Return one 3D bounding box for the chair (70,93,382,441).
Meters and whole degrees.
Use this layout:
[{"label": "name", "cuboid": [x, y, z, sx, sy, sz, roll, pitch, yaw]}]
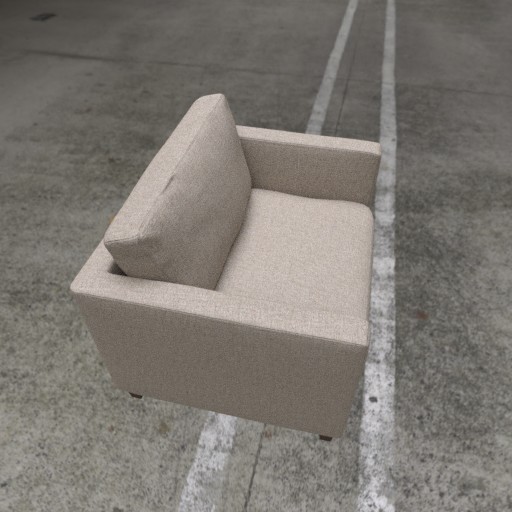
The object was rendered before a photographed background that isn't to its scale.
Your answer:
[{"label": "chair", "cuboid": [0.000, 0.000, 1.845, 0.959, 0.961, 1.107, 9, 46, 9]}]
